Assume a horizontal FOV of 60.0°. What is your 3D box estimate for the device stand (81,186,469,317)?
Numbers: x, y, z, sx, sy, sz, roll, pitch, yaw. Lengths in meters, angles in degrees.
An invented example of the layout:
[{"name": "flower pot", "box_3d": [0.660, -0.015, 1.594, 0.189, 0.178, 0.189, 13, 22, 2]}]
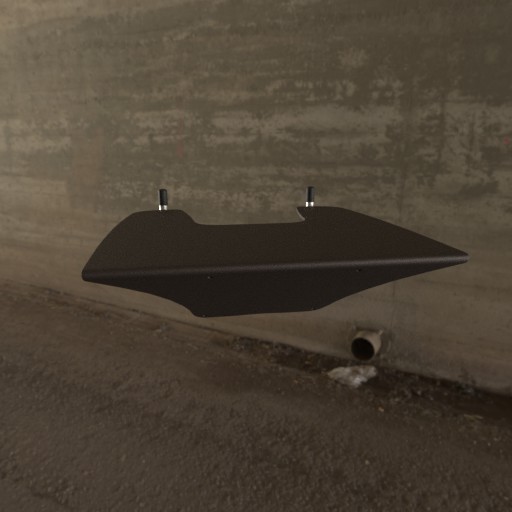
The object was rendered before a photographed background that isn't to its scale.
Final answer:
[{"name": "device stand", "box_3d": [0.000, 0.000, 0.370, 0.230, 0.092, 0.230, -2, 15, -9]}]
